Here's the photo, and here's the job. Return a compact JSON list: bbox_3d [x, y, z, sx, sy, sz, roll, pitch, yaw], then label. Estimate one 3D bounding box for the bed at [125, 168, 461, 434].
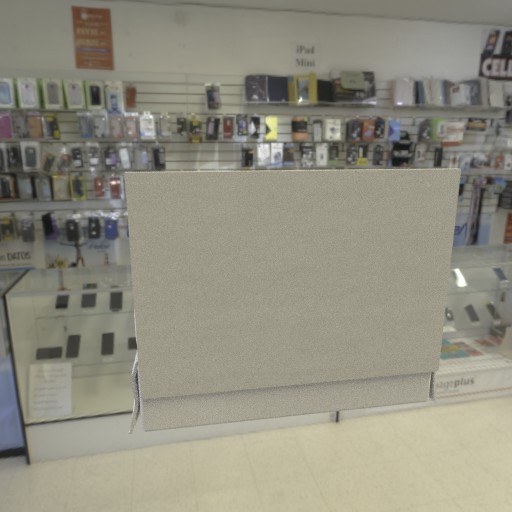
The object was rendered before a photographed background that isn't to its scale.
[{"bbox_3d":[0.000,0.000,3.202,1.745,1.335,2.094,-3,15,-10],"label":"bed"}]
